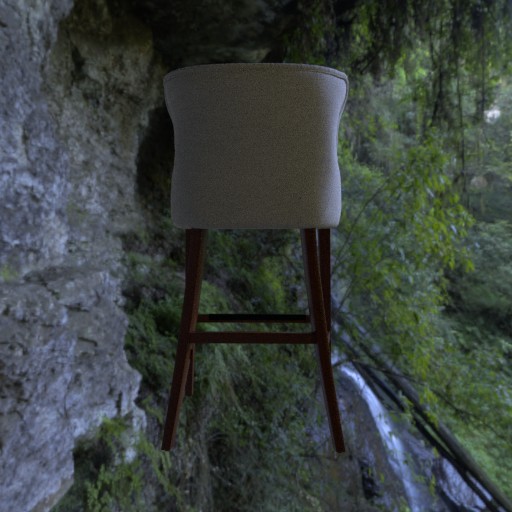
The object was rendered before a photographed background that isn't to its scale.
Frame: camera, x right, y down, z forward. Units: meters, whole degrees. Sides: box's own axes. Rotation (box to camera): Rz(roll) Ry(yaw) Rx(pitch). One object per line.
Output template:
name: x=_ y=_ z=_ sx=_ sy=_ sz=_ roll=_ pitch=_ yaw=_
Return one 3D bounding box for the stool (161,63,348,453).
stool: x=0.000 y=0.000 z=1.388 sx=0.556 sy=1.034 sz=0.563 roll=0 pitch=0 yaw=1
